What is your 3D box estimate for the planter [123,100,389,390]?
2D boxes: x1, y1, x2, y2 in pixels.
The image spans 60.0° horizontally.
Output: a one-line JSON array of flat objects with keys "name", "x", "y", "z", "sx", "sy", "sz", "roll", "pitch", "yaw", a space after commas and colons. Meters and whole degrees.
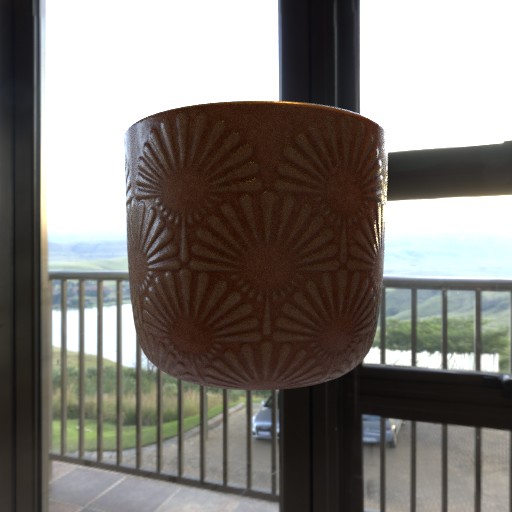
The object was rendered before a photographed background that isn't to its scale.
[{"name": "planter", "x": 0.000, "y": 0.000, "z": 0.216, "sx": 0.124, "sy": 0.109, "sz": 0.124, "roll": 0, "pitch": 0, "yaw": 0}]
